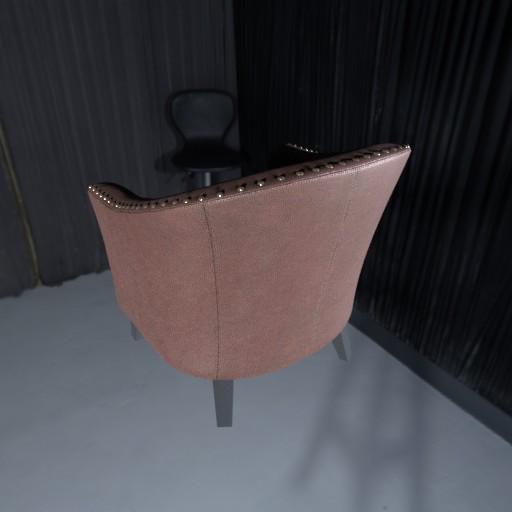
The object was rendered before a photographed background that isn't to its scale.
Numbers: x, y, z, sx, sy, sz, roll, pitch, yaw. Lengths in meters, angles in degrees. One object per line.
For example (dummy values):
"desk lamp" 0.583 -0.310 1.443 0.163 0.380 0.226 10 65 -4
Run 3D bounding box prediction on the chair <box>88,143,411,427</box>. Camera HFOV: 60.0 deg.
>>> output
"chair" 0.000 0.000 1.413 0.794 0.823 0.748 -19 36 -29
